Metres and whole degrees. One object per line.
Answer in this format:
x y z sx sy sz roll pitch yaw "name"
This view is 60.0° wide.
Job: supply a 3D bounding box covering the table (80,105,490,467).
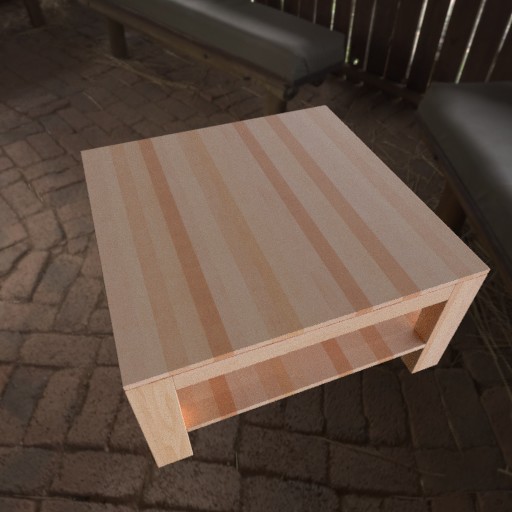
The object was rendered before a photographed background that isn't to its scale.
0.000 0.000 1.439 0.900 0.450 0.900 -15 48 -14 "table"
